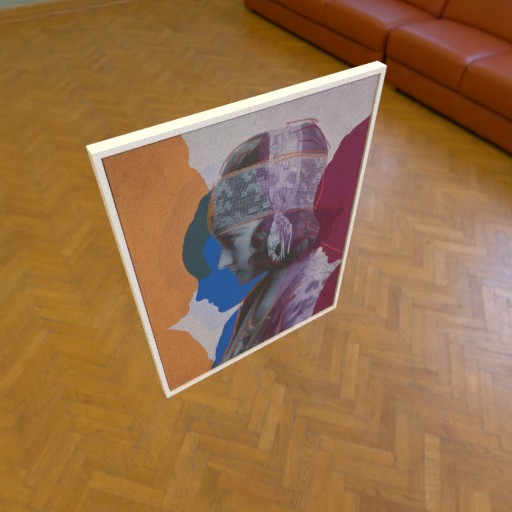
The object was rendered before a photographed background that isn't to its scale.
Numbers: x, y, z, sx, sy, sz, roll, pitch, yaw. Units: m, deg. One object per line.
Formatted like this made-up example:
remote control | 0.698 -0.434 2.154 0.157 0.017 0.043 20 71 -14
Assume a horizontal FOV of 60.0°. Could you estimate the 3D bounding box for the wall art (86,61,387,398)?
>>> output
wall art | 0.000 0.000 1.417 0.795 1.050 0.039 -24 51 -21
